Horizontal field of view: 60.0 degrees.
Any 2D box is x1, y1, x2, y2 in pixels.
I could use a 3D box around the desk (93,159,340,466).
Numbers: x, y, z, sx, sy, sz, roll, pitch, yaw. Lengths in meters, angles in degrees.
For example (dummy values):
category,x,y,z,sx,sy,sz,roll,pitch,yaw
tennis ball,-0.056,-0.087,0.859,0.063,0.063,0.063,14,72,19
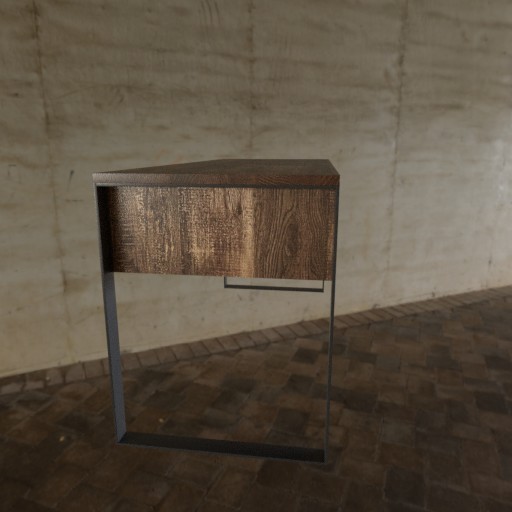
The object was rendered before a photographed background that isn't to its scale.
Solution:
category,x,y,z,sx,sy,sz,roll,pitch,yaw
desk,0.000,0.000,1.863,0.599,0.762,1.524,2,14,8
